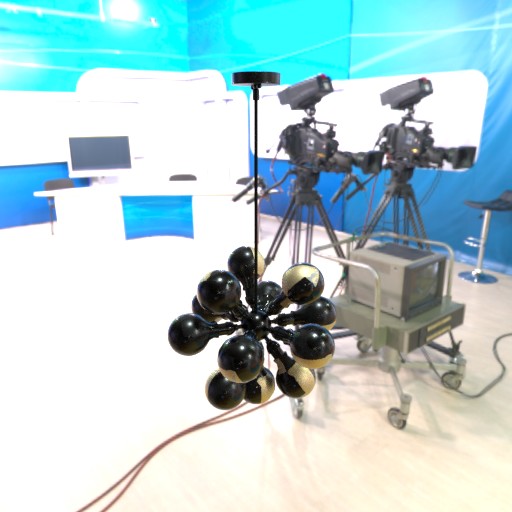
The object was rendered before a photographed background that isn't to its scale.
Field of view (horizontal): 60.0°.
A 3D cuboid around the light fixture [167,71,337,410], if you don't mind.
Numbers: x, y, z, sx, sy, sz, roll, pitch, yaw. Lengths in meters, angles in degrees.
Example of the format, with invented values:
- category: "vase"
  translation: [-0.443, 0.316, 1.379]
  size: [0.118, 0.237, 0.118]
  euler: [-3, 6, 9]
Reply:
- category: "light fixture"
  translation: [0.000, 0.000, 1.124]
  size: [0.420, 0.859, 0.468]
  euler: [3, 18, 11]
